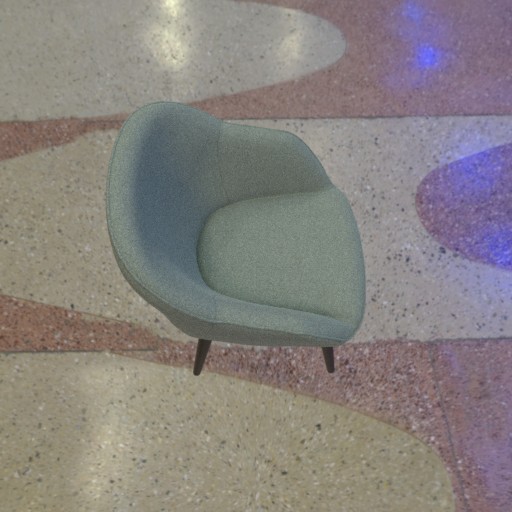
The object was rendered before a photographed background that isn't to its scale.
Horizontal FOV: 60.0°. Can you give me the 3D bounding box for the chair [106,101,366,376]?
[{"bbox_3d":[0.000,0.000,1.259,0.611,0.810,0.589,-1,62,-1],"label":"chair"}]
